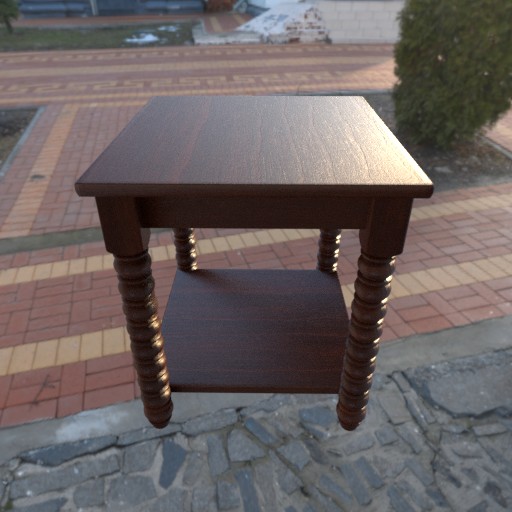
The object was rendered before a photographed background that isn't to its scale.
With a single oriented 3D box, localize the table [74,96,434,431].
[{"bbox_3d":[0.000,0.000,0.983,0.500,0.567,0.533,0,32,1],"label":"table"}]
